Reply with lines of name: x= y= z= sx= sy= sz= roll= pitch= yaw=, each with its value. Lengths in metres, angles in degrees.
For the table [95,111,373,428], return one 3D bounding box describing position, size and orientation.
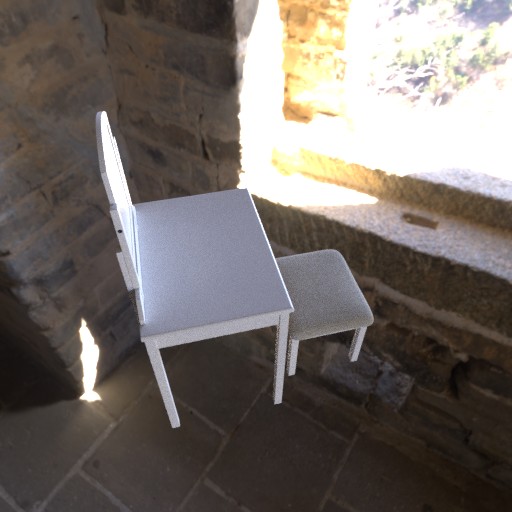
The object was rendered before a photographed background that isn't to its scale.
table: x=0.000 y=0.000 z=2.236 sx=1.211 sy=1.631 sz=0.876 roll=-10 pitch=47 yaw=-9
